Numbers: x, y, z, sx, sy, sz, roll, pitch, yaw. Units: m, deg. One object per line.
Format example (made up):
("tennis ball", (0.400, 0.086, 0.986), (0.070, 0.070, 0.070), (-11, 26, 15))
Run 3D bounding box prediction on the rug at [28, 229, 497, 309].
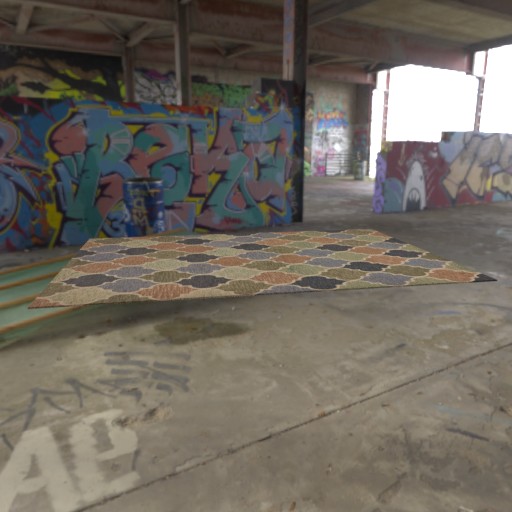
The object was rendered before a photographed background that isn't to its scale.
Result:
("rug", (0.000, 0.000, 2.272), (1.828, 0.006, 1.216), (-2, 14, -10))
